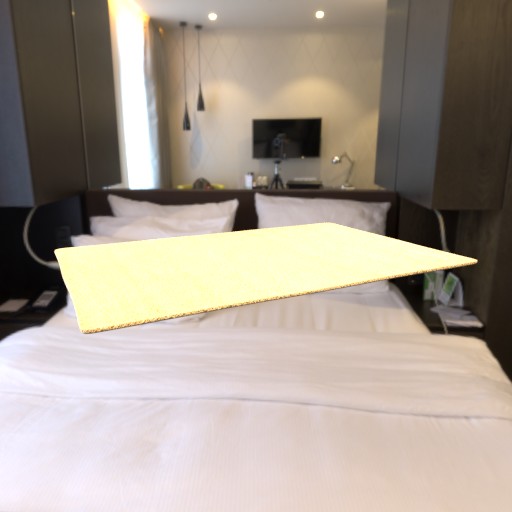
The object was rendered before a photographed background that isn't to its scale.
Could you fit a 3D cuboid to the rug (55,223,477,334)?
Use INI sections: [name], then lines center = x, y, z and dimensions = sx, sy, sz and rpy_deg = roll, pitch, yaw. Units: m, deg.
[rug]
center = 0.000, 0.000, 3.364
dimensions = 2.698, 0.025, 1.798
rpy_deg = -7, 16, -27
